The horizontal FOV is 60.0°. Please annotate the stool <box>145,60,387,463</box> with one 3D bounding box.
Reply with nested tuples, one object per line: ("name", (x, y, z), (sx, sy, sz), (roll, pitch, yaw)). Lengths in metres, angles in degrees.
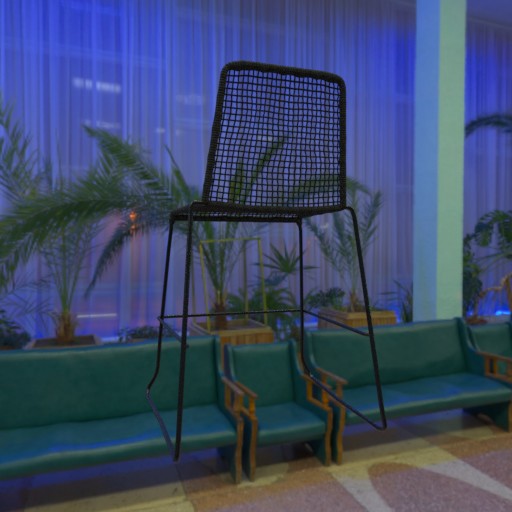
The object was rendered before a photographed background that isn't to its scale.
("stool", (0.000, 0.000, 1.272), (0.590, 0.905, 0.509), (0, 1, -18))
